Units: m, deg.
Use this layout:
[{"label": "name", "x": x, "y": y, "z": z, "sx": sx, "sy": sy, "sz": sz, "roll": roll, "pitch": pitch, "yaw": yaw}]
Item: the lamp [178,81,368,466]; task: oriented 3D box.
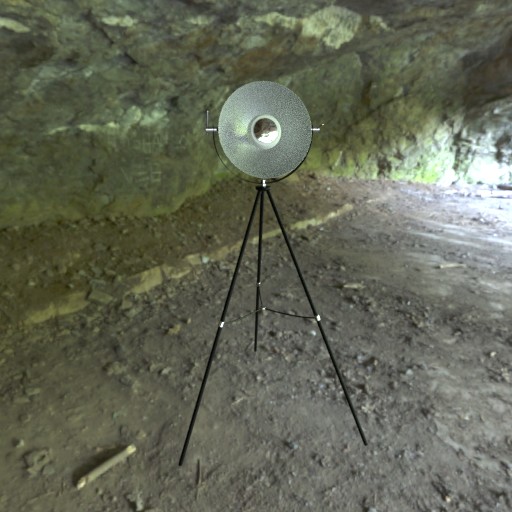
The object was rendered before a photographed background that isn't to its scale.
[{"label": "lamp", "x": 0.000, "y": 0.000, "z": 2.070, "sx": 0.817, "sy": 1.512, "sz": 0.920, "roll": -3, "pitch": 17, "yaw": -11}]
